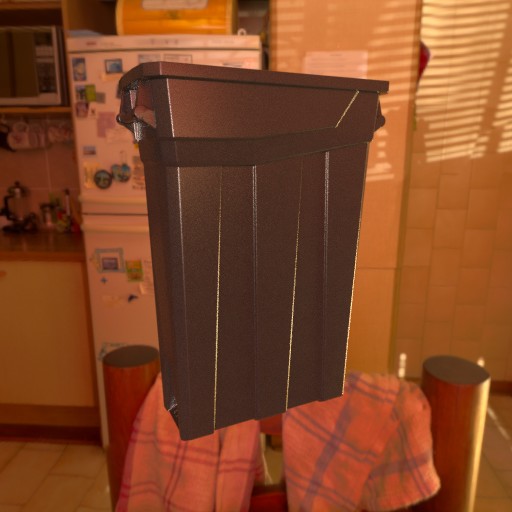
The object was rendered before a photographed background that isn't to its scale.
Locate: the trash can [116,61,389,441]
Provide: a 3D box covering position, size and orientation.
[{"bbox_3d":[0.000,0.000,1.034,0.559,0.762,0.281,-7,15,-25],"label":"trash can"}]
